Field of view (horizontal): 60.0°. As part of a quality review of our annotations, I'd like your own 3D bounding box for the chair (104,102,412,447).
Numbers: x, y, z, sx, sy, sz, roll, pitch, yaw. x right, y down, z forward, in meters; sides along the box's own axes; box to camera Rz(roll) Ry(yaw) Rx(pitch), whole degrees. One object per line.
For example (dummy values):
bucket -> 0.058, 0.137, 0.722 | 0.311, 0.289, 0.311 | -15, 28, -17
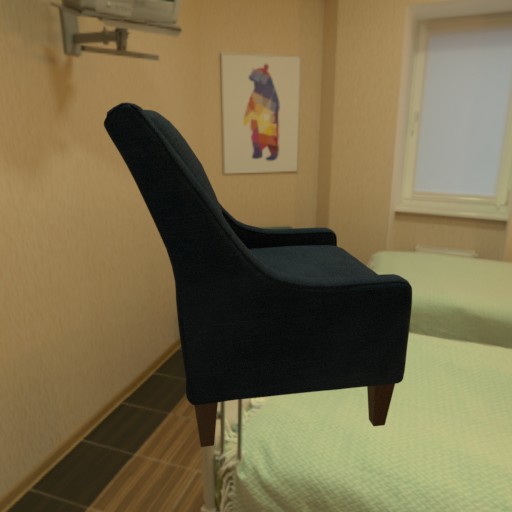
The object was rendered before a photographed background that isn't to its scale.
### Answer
chair -> 0.000, 0.000, 1.605 | 0.870, 1.014, 0.774 | -3, 17, -10
